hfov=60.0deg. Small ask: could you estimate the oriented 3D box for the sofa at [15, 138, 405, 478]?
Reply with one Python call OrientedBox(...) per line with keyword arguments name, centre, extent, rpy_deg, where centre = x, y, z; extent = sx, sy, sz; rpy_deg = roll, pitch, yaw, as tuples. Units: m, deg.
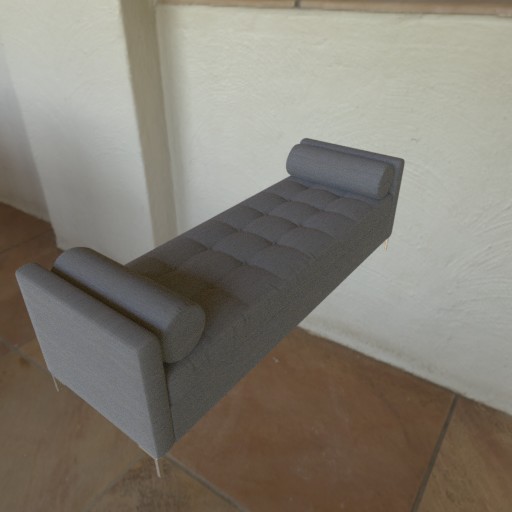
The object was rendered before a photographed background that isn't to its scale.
OrientedBox(name="sofa", centre=(0.000, 0.000, 2.236), extent=(0.686, 0.635, 1.981), rpy_deg=(22, 38, 31))
